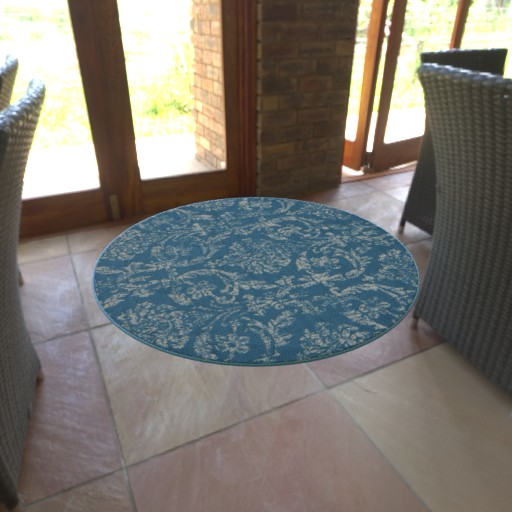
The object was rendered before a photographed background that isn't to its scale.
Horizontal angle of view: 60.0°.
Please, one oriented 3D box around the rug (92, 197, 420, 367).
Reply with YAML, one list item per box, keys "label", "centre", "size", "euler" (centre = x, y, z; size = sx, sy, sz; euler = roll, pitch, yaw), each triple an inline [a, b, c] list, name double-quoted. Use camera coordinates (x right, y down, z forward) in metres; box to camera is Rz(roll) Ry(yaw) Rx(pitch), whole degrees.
- label: "rug"
  centre: [0.000, 0.000, 2.261]
  size: [1.593, 0.012, 1.593]
  euler: [0, 29, 0]
